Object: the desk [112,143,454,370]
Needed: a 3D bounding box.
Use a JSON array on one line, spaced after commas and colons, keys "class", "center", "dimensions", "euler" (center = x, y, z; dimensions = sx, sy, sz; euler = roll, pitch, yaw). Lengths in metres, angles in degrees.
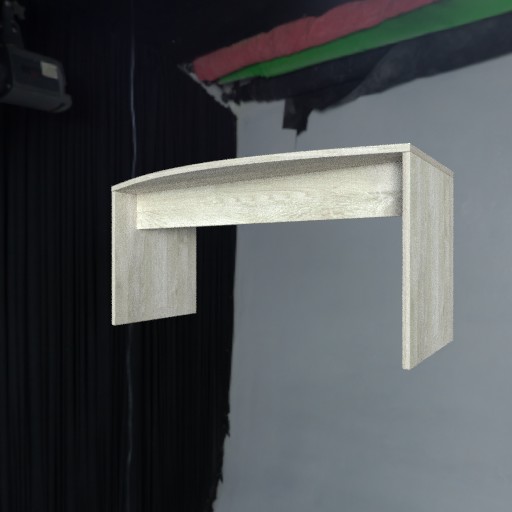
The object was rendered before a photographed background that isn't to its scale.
[{"class": "desk", "center": [0.000, 0.000, 2.129], "dimensions": [1.600, 0.752, 0.802], "euler": [0, 0, 36]}]
